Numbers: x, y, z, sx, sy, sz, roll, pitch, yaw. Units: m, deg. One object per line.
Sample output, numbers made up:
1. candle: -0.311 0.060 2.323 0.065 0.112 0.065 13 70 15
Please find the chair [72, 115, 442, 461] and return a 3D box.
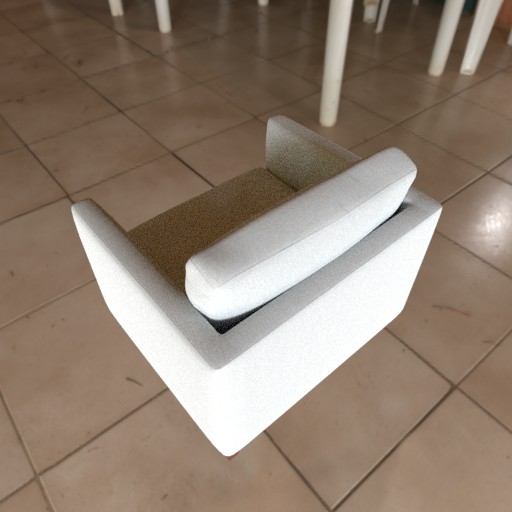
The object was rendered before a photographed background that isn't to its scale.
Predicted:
1. chair: 0.000 0.000 1.853 1.107 0.961 0.953 -32 54 -27
